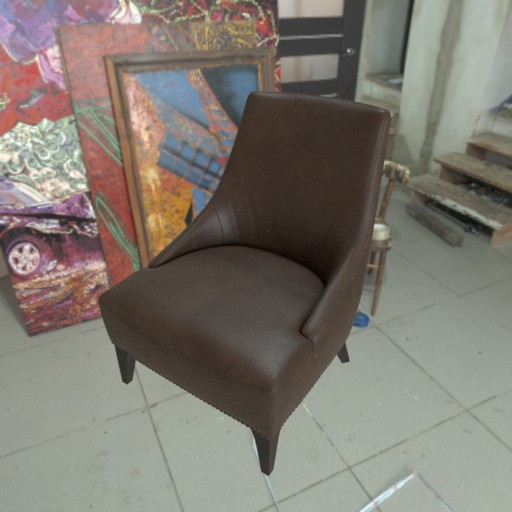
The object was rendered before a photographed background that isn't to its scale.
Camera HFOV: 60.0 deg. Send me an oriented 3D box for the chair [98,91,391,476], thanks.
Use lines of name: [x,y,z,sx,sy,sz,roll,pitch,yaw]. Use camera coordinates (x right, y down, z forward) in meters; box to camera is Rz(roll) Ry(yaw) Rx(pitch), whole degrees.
chair: [0.000,0.000,1.505,0.701,0.909,0.861,20,36,29]
